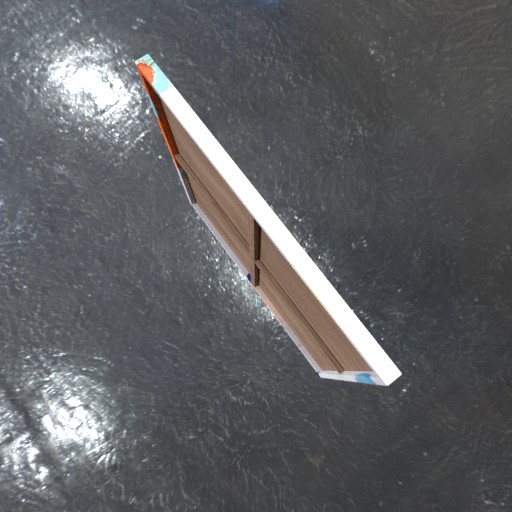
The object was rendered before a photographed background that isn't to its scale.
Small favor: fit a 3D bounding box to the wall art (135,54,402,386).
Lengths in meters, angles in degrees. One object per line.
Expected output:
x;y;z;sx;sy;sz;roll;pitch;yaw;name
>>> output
0.000;0.000;1.556;0.044;1.017;1.017;-36;78;-8;wall art
